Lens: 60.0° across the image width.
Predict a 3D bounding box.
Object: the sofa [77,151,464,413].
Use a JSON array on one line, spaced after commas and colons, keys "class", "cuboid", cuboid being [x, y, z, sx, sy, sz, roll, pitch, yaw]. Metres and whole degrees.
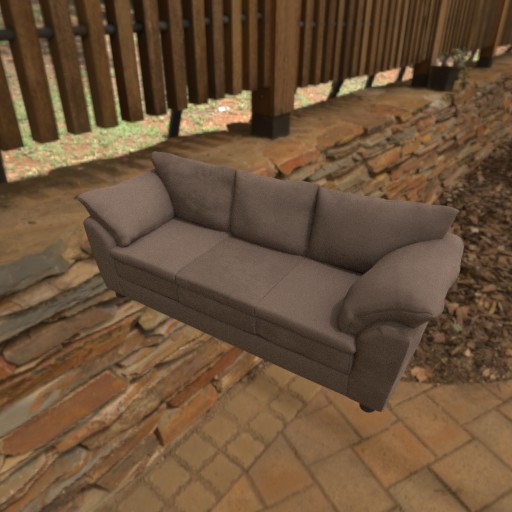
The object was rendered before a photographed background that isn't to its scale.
[{"class": "sofa", "cuboid": [0.000, 0.000, 2.849, 2.377, 0.981, 0.893, 18, 34, 29]}]
